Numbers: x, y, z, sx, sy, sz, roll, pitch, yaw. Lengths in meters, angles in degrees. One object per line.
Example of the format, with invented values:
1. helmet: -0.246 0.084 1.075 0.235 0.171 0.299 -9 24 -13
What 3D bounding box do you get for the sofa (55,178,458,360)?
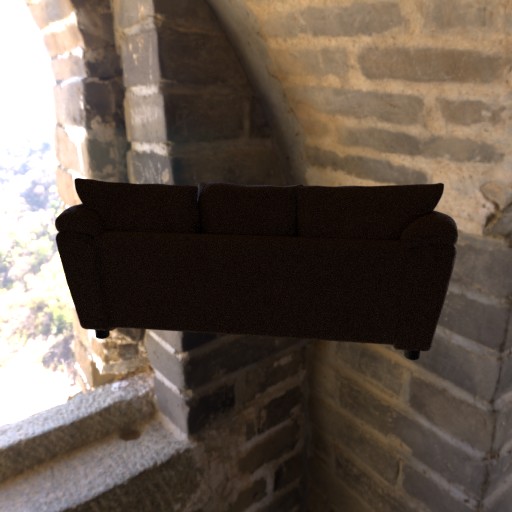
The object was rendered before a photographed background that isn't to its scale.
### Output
1. sofa: 0.000 0.000 2.878 2.336 1.015 0.878 2 15 8
